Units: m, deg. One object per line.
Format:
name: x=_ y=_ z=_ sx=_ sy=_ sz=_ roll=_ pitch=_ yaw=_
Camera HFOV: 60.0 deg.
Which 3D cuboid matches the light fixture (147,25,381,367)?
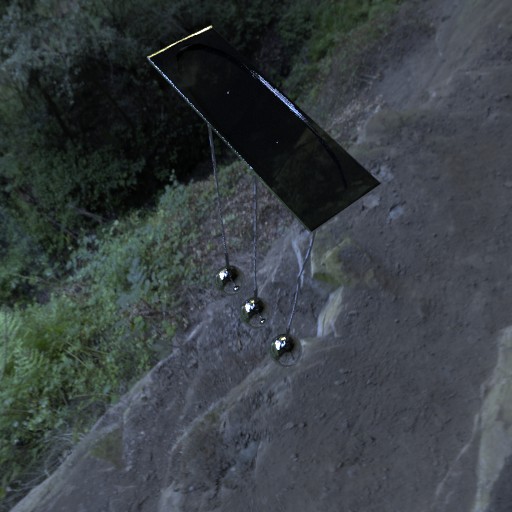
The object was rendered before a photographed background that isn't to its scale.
light fixture: x=0.000 y=0.000 z=1.620 sx=0.188 sy=1.408 sz=0.623 roll=-34 pitch=69 yaw=-16
